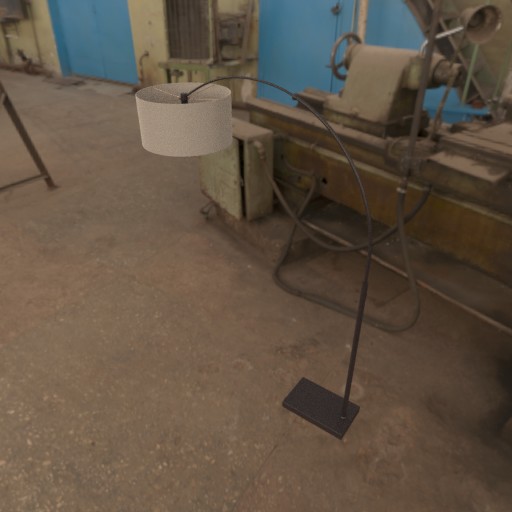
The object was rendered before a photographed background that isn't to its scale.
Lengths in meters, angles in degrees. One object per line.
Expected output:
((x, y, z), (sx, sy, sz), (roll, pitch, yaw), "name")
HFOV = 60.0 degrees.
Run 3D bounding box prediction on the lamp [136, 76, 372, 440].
((0.000, 0.000, 2.541), (1.424, 1.927, 0.493), (21, 38, 30), "lamp")
